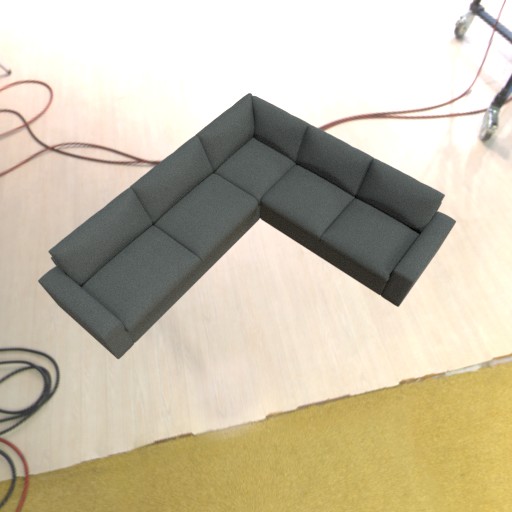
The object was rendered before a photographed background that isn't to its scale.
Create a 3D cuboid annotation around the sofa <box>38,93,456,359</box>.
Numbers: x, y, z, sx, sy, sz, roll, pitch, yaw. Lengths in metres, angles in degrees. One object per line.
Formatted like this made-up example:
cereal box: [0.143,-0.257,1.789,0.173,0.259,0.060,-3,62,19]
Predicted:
sofa: [0.000,0.000,4.655,2.895,0.965,3.277,34,64,20]
